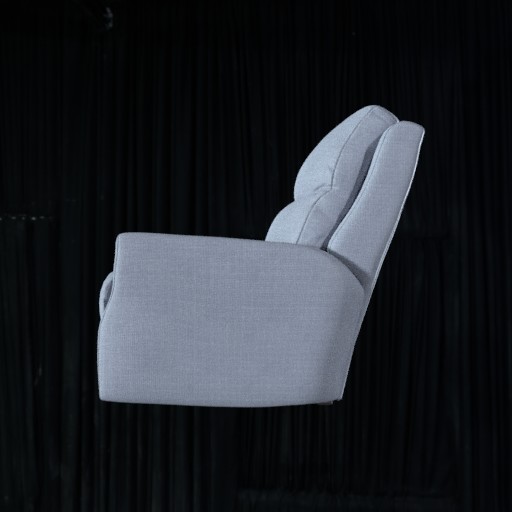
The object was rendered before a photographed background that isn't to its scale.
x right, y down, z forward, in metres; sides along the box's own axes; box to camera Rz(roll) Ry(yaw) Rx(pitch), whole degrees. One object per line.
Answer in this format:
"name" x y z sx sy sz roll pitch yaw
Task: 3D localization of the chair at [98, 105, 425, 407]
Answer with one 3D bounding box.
"chair" 0.000 0.000 1.753 1.080 1.030 0.829 0 0 1
